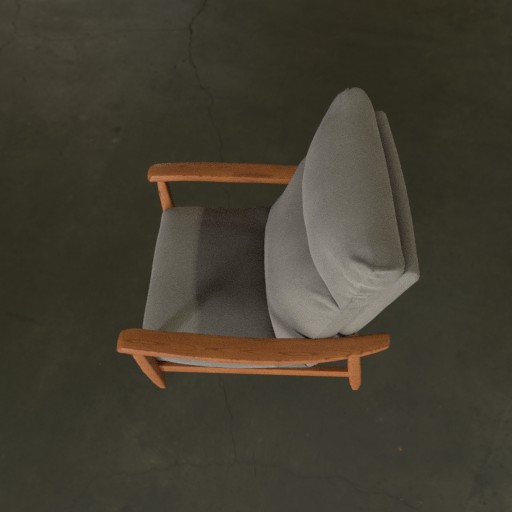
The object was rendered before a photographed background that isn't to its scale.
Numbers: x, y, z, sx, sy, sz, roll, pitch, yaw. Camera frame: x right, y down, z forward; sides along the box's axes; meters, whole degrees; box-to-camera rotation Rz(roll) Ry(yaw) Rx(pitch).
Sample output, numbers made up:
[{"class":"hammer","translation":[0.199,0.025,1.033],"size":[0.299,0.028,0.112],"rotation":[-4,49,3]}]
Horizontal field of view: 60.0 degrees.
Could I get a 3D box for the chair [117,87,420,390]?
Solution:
[{"class":"chair","translation":[0.000,0.000,1.525],"size":[0.816,0.922,0.782],"rotation":[0,58,0]}]
